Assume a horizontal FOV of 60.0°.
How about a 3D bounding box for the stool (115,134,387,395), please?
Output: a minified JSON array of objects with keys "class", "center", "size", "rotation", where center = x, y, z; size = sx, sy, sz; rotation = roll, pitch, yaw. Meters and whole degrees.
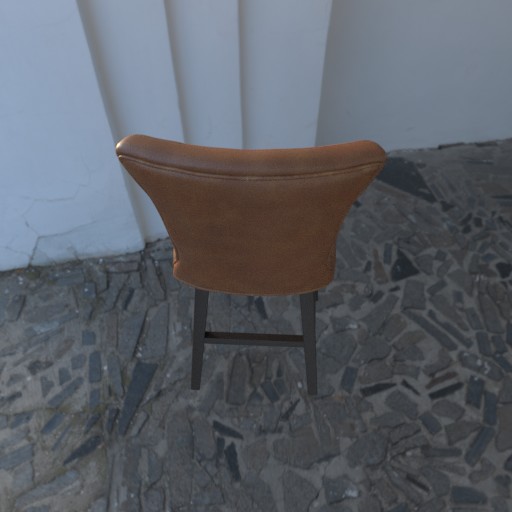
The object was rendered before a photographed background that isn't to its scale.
[{"class":"stool","center":[0.000,0.000,1.376],"size":[0.522,1.094,0.585],"rotation":[2,47,2]}]
